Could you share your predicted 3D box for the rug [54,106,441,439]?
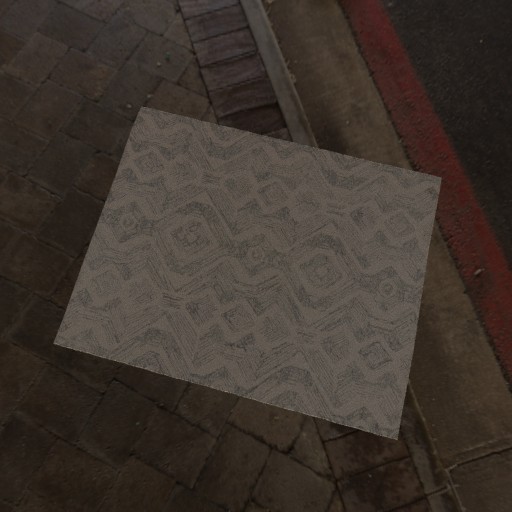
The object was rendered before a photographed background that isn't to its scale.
[{"bbox_3d":[0.000,0.000,4.049,3.054,0.030,2.430,14,75,4],"label":"rug"}]
